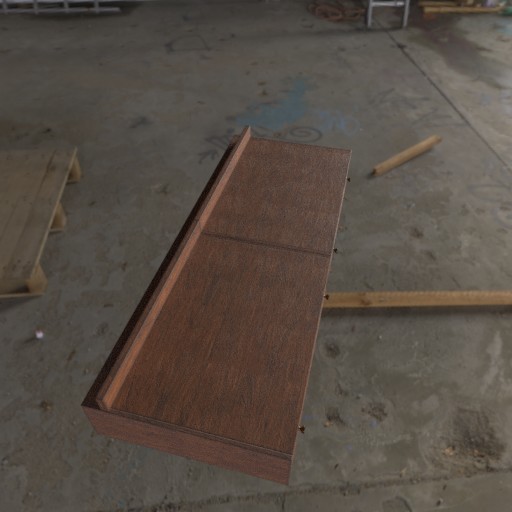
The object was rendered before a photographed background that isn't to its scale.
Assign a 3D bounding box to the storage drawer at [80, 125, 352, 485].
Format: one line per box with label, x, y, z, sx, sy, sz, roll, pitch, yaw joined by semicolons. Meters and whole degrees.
storage drawer;0.000;0.000;2.200;0.774;0.339;1.914;10;46;10
